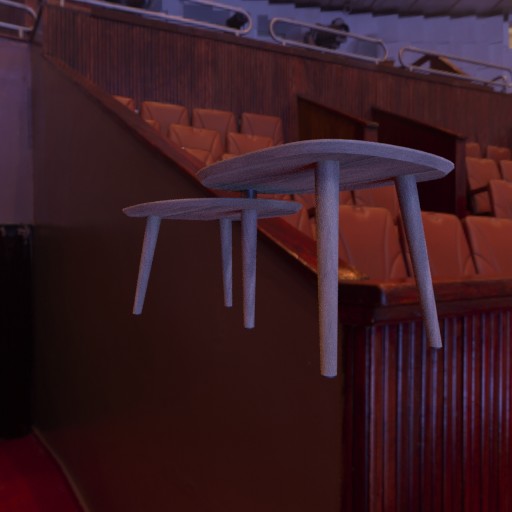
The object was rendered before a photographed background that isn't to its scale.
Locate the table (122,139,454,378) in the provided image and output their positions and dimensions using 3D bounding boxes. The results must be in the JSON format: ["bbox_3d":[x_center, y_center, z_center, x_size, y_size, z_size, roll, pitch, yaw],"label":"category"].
[{"bbox_3d":[0.000,0.000,1.310,0.527,0.429,1.084,-1,1,-36],"label":"table"}]
